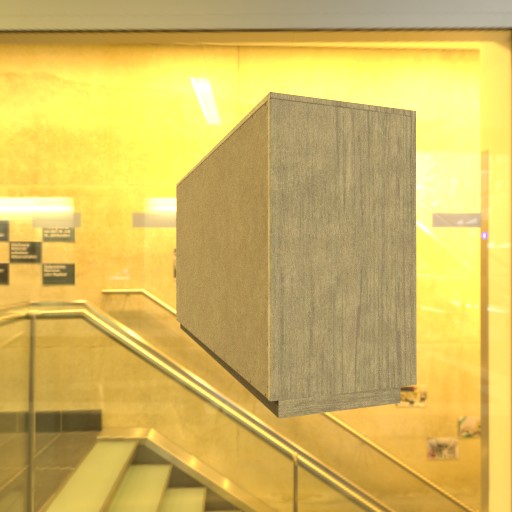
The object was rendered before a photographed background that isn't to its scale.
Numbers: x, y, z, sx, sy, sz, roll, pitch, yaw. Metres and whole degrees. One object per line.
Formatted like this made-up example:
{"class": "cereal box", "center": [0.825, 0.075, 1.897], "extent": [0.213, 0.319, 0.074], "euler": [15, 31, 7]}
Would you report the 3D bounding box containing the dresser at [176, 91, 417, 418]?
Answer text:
{"class": "dresser", "center": [0.000, 0.000, 2.048], "extent": [0.483, 0.889, 1.628], "euler": [0, 0, -19]}
